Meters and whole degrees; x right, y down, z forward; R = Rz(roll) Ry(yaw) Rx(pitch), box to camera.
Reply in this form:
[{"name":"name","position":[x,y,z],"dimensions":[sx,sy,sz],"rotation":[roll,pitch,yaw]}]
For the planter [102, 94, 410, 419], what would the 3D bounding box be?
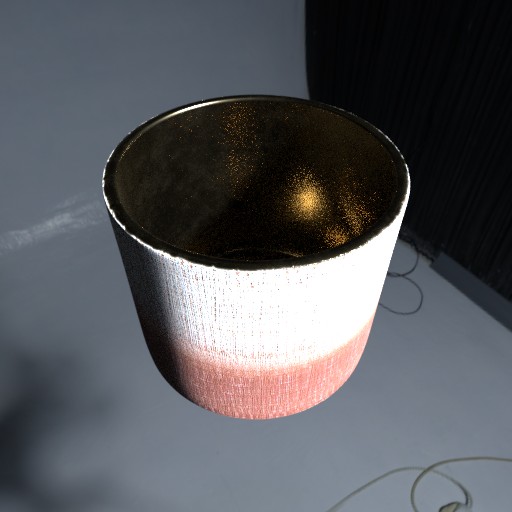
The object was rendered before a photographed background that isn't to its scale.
[{"name":"planter","position":[0.000,0.000,0.313],"dimensions":[0.178,0.157,0.178],"rotation":[0,45,0]}]
